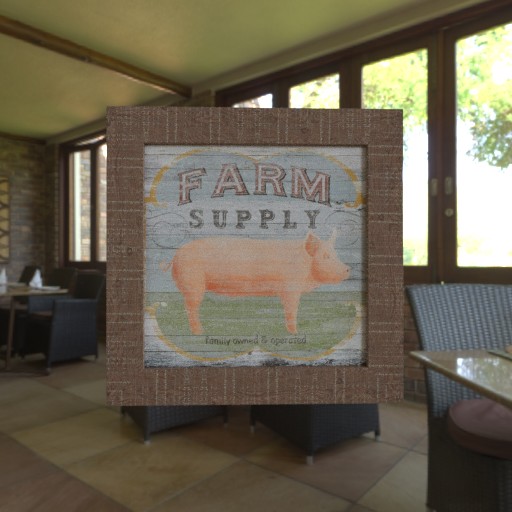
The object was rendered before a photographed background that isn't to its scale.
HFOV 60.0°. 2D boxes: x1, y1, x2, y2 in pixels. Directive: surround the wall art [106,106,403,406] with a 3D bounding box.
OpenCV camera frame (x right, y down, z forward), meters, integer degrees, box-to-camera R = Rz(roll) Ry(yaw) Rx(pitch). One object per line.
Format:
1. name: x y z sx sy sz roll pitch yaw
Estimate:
1. wall art: 0.000 0.000 0.812 0.531 0.531 0.040 0 0 -2
